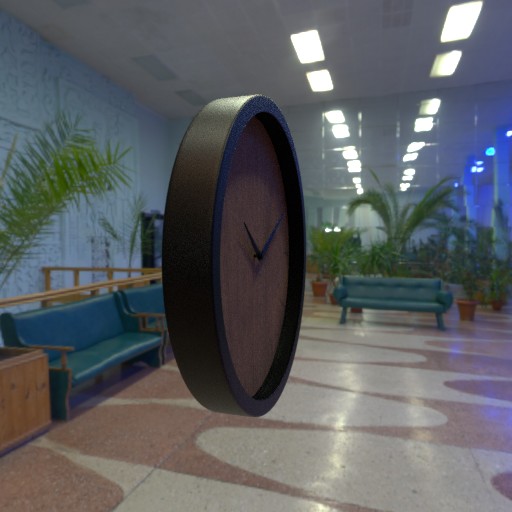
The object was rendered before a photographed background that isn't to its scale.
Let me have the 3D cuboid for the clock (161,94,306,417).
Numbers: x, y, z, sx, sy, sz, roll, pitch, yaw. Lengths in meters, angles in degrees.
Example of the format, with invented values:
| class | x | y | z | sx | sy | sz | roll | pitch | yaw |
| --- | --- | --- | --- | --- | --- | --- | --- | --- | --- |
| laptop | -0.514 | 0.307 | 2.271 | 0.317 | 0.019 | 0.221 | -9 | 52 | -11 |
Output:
| class | x | y | z | sx | sy | sz | roll | pitch | yaw |
| --- | --- | --- | --- | --- | --- | --- | --- | --- | --- |
| clock | 0.000 | 0.000 | 0.461 | 0.040 | 0.314 | 0.314 | 1 | 2 | 18 |
